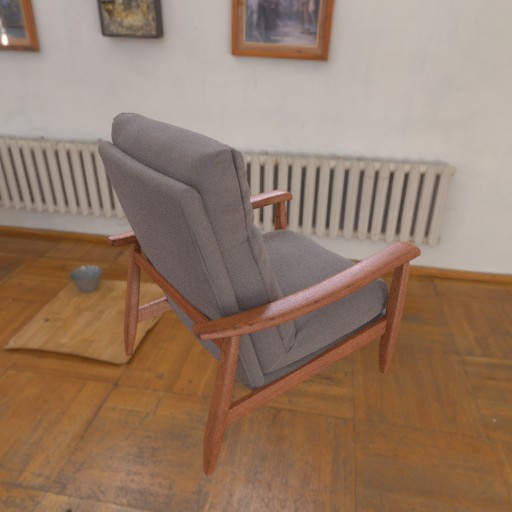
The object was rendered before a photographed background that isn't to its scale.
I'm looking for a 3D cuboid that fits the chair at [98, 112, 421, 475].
[{"bbox_3d":[0.000,0.000,1.519,0.816,0.922,0.782,-17,32,-31],"label":"chair"}]
